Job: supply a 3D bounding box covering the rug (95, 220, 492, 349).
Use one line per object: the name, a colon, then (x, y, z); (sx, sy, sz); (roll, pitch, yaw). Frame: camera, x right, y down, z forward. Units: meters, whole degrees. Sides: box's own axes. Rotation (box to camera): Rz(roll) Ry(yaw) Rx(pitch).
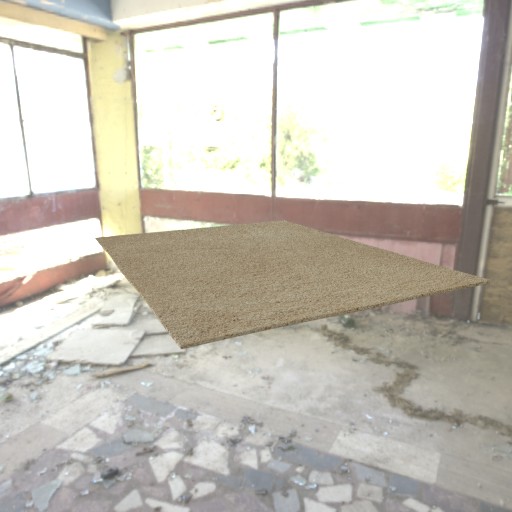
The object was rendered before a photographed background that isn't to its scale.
rug: (0.000, 0.000, 4.056); (2.400, 0.025, 3.000); (-7, 16, -26)
